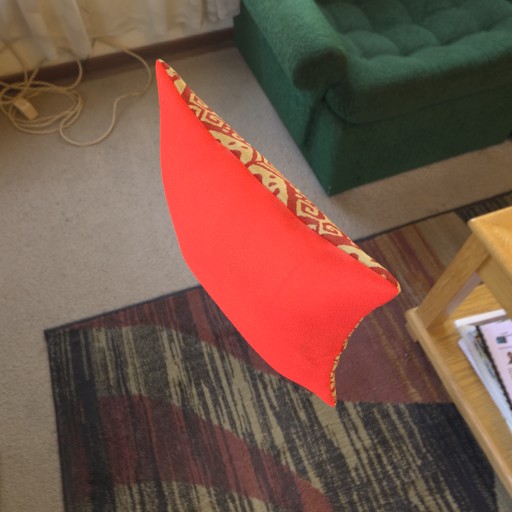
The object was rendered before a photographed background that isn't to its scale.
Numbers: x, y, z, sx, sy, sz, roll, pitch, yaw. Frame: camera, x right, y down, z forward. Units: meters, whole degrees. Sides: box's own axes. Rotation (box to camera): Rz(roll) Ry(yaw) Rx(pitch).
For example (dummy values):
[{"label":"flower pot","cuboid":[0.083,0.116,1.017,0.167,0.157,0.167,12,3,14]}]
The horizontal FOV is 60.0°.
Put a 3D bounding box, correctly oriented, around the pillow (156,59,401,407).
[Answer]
[{"label":"pillow","cuboid":[0.000,0.000,0.803,0.192,0.507,0.522,-33,63,-19]}]
